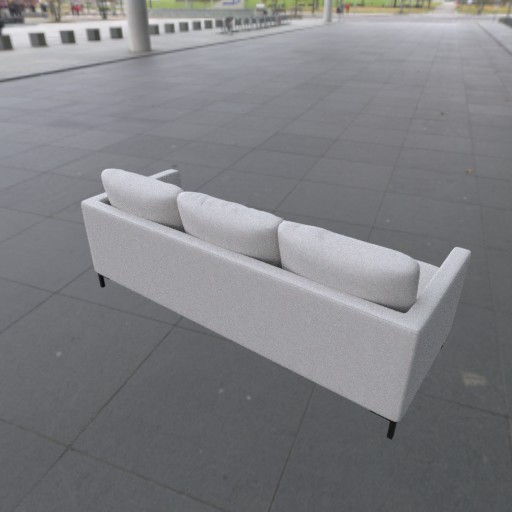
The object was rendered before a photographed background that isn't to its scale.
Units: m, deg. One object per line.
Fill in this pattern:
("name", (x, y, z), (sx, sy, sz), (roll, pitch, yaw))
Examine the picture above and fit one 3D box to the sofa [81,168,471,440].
("sofa", (0.000, 0.000, 2.704), (2.218, 0.874, 0.859), (20, 35, 31))
